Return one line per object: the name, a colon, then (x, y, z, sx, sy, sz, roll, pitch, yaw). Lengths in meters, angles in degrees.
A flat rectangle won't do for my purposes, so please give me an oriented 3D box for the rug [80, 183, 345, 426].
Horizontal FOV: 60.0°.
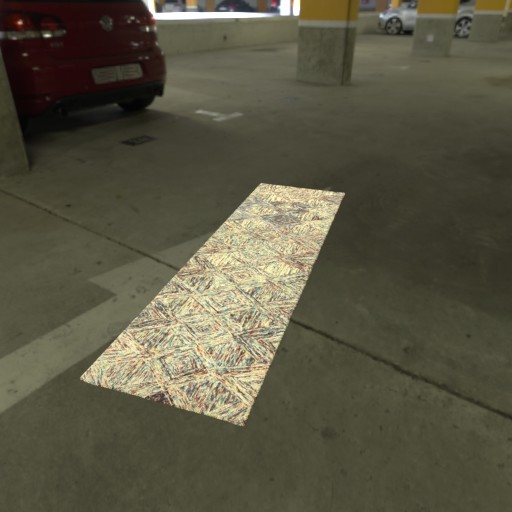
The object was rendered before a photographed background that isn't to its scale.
rug: (0.000, 0.000, 2.577, 0.688, 0.015, 2.292, 9, 31, 16)
